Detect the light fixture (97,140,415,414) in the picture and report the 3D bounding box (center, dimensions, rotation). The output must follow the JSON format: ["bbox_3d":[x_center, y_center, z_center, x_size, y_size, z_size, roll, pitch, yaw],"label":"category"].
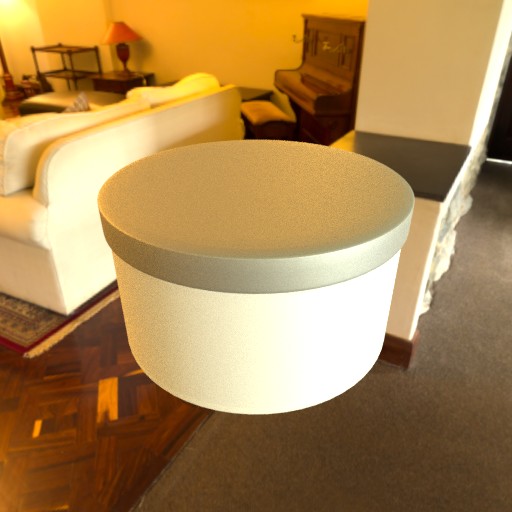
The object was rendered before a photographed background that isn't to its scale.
[{"bbox_3d":[0.000,0.000,0.631,0.393,0.229,0.393,0,30,0],"label":"light fixture"}]
